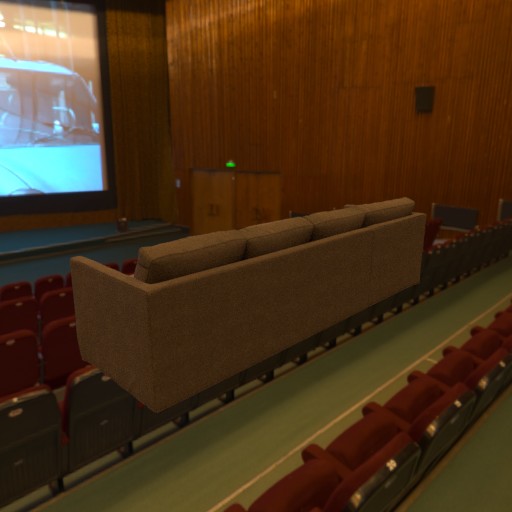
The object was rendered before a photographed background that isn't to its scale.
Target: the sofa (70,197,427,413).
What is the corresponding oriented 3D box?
[{"bbox_3d":[0.000,0.000,3.921,1.650,0.922,3.205,15,21,43],"label":"sofa"}]
